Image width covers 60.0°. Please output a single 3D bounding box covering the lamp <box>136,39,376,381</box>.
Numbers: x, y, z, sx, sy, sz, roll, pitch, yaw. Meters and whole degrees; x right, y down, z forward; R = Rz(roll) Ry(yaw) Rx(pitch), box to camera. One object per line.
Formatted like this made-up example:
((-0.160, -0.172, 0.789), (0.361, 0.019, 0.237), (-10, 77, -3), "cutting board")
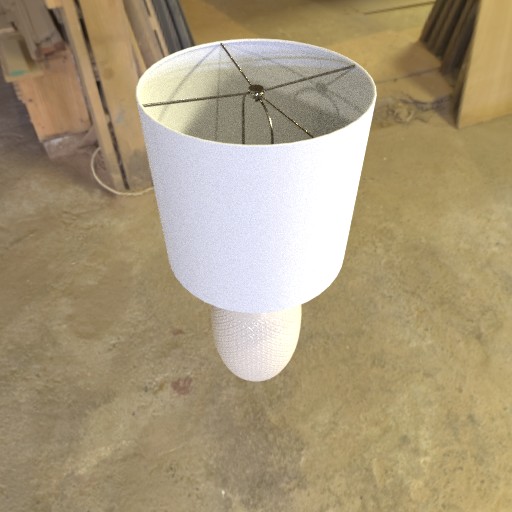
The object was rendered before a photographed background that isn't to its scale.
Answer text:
((0.000, 0.000, 0.566), (0.217, 0.453, 0.217), (-17, 48, -16), "lamp")
